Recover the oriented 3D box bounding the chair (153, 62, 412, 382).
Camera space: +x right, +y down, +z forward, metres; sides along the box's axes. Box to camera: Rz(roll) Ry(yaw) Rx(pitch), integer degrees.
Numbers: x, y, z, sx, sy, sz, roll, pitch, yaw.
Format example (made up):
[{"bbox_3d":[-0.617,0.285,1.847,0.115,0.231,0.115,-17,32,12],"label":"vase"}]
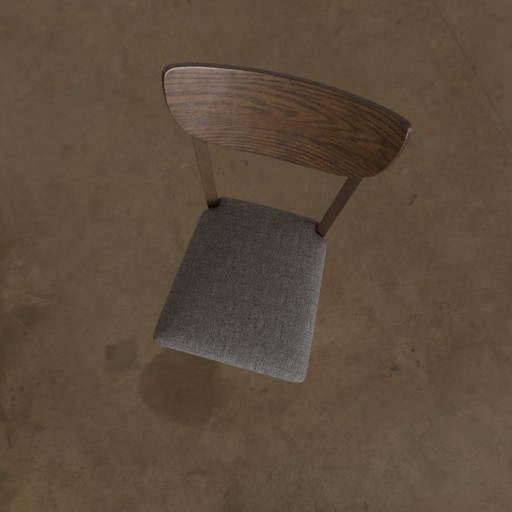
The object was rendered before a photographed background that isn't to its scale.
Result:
[{"bbox_3d":[0.000,0.000,1.192,0.491,0.849,0.583,15,77,4],"label":"chair"}]
